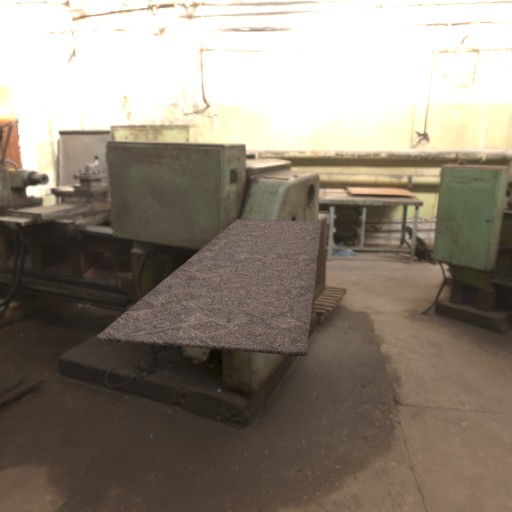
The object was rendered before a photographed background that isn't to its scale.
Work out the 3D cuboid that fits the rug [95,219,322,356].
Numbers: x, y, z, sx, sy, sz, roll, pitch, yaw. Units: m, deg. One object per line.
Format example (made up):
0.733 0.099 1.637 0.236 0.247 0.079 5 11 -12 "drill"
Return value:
0.000 0.000 2.478 0.691 0.011 2.296 2 15 9 "rug"
